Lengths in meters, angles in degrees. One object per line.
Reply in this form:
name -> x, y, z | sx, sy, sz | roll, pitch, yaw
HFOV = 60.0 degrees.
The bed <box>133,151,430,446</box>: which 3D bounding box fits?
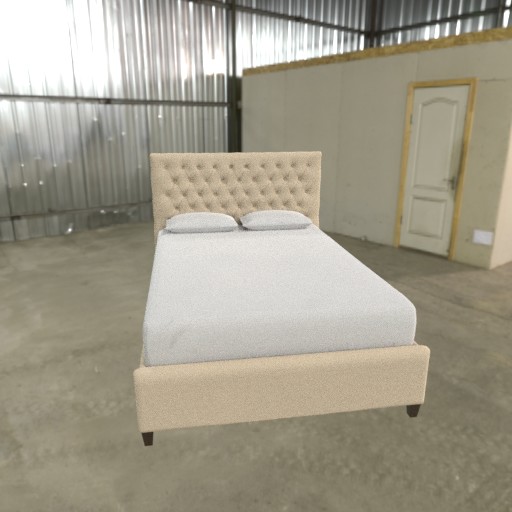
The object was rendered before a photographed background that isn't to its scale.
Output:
bed -> 0.000, 0.000, 3.471 | 1.698, 1.427, 2.387 | -3, 17, -9
